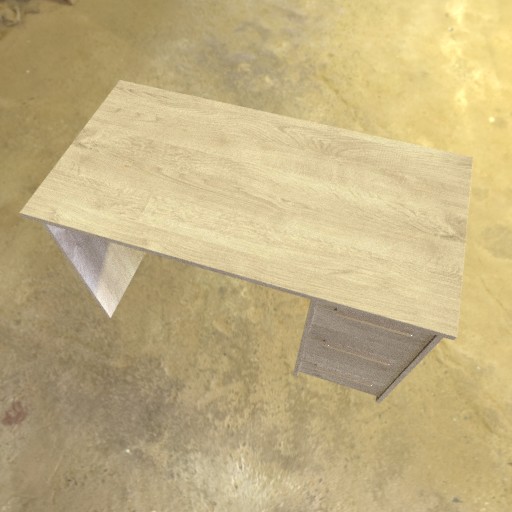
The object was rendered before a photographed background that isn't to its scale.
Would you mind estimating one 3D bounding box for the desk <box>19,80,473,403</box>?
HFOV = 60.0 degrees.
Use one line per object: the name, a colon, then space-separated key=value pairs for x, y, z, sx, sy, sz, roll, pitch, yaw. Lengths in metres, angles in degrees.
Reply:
desk: x=0.000 y=0.000 z=1.501 sx=1.097 sy=0.735 sz=0.560 roll=15 pitch=59 yaw=9
